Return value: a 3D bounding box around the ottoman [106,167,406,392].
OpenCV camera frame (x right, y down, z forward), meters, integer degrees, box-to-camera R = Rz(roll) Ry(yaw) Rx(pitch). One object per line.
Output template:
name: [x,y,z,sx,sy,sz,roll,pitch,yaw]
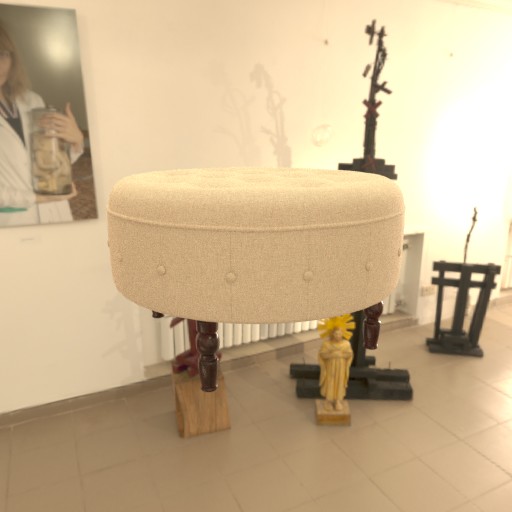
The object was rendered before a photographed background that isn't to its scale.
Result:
ottoman: [0.000,0.000,1.362,0.848,0.494,0.848,0,15,0]
